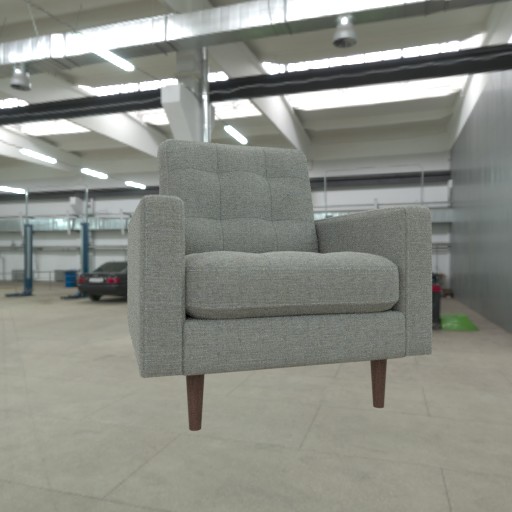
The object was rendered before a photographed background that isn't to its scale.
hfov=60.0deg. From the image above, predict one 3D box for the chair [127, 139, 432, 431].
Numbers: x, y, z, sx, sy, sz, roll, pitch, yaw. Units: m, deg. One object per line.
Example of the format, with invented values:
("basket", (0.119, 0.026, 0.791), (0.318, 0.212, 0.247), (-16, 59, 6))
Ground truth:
("chair", (0.000, 0.000, 1.515), (0.821, 0.880, 0.843), (0, 0, -18))
